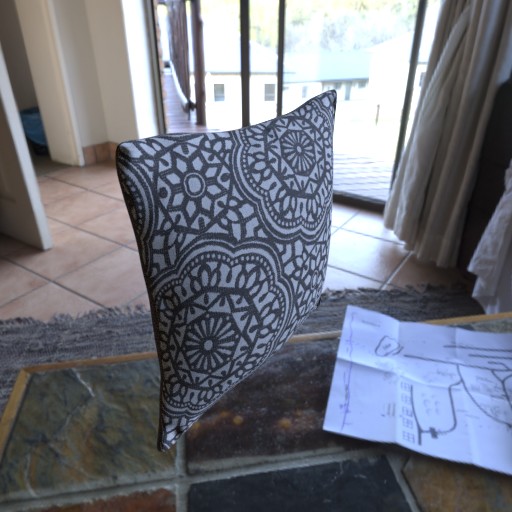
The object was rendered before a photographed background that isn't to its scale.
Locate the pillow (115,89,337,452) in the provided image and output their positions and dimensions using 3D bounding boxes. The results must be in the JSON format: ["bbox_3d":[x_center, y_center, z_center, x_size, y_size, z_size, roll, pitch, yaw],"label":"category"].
[{"bbox_3d":[0.000,0.000,0.649,0.148,0.417,0.436,19,33,31],"label":"pillow"}]
